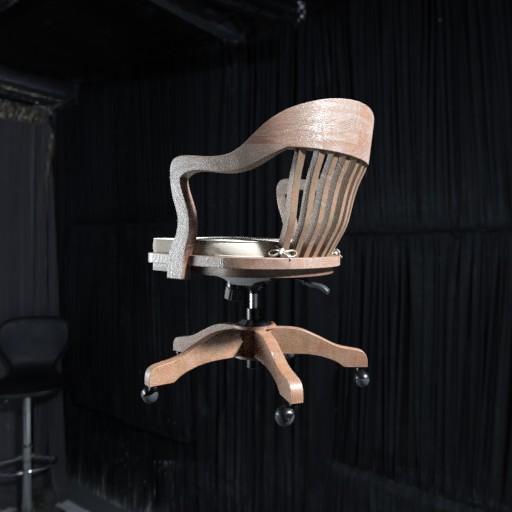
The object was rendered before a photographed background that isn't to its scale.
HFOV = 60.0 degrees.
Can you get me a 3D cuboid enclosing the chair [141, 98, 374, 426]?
[{"bbox_3d":[0.000,0.000,1.514,0.788,0.878,0.750,1,2,37],"label":"chair"}]
